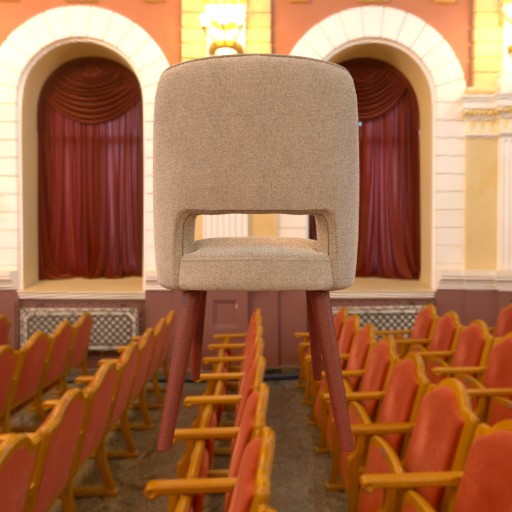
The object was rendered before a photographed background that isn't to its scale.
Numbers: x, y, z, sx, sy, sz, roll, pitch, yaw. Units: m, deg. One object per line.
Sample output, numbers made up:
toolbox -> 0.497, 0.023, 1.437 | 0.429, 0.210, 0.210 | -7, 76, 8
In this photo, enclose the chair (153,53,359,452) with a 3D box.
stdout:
chair -> 0.000, 0.000, 1.214 | 0.548, 0.849, 0.605 | 0, 1, 0
